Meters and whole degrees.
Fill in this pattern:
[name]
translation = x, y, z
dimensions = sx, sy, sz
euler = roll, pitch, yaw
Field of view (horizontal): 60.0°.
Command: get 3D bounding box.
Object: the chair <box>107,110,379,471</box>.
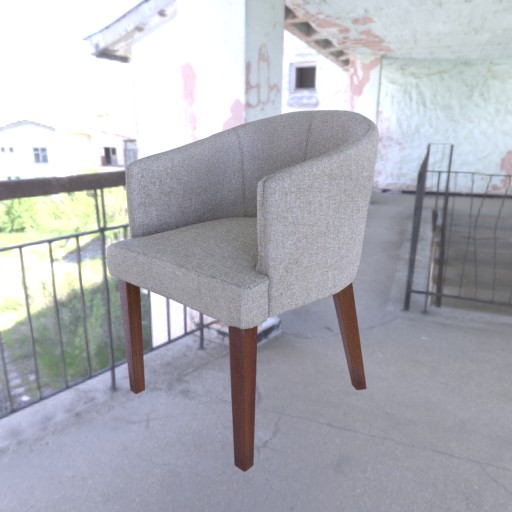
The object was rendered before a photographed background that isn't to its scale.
[chair]
translation = 0.000, 0.000, 1.269
dimensions = 0.583, 0.811, 0.655
euler = 14, 21, 41
